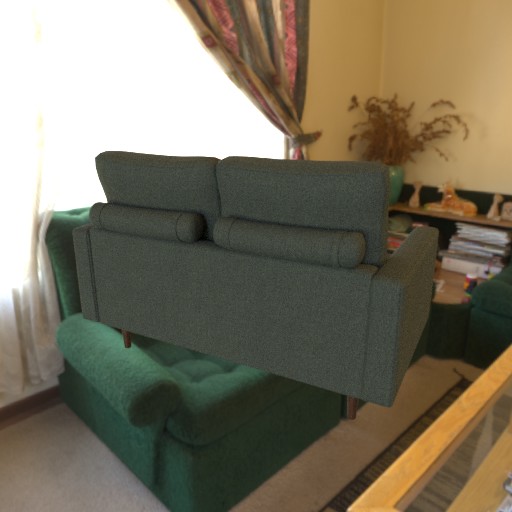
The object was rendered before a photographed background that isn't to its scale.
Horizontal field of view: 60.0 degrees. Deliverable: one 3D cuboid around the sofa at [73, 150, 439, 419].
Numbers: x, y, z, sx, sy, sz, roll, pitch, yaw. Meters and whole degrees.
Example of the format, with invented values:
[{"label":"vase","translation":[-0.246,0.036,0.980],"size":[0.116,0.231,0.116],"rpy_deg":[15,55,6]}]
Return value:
[{"label":"sofa","translation":[0.000,0.000,1.958],"size":[1.407,0.907,0.842],"rpy_deg":[9,19,27]}]
